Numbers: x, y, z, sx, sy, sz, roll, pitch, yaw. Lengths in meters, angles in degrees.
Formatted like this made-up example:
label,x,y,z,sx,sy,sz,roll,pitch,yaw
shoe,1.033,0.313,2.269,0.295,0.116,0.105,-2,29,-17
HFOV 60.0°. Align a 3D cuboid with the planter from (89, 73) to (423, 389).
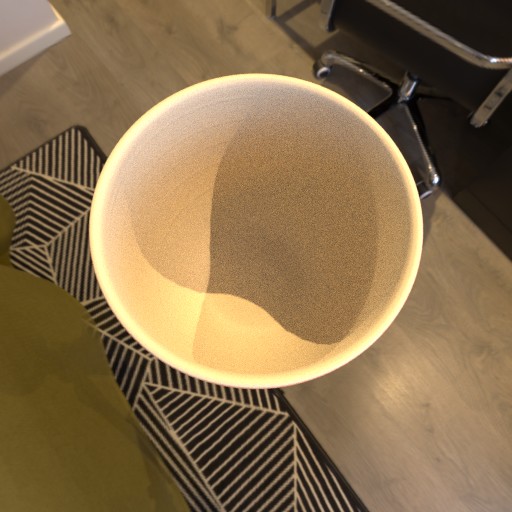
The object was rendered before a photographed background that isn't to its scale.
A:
label,x,y,z,sx,sy,sz,roll,pitch,yaw
planter,0.000,0.000,0.366,0.208,0.190,0.208,0,74,0
